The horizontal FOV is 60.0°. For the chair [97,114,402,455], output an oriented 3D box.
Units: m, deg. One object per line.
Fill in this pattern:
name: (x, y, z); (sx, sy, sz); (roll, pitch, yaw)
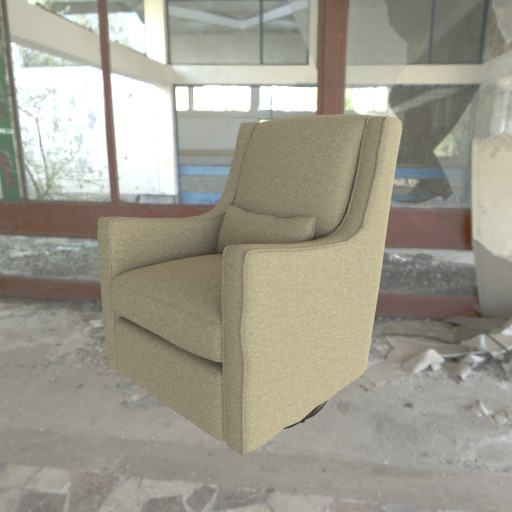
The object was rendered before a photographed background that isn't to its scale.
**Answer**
chair: (0.000, 0.000, 1.589); (0.732, 0.993, 0.879); (13, 19, 42)
